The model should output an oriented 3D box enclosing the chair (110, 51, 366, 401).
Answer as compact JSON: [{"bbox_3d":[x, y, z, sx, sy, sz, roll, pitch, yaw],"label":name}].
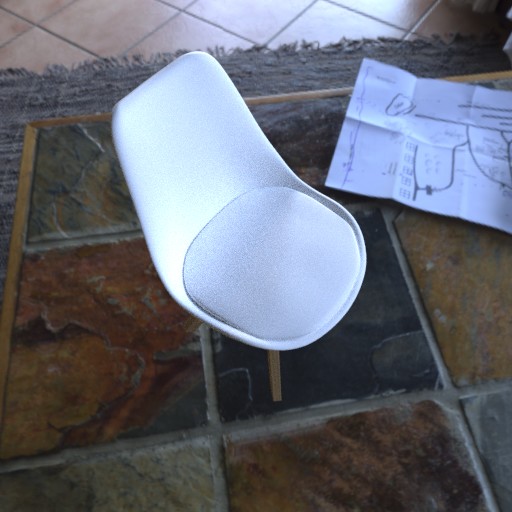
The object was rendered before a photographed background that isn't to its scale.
[{"bbox_3d":[0.000,0.000,1.162,0.550,0.849,0.485,33,64,18],"label":"chair"}]
